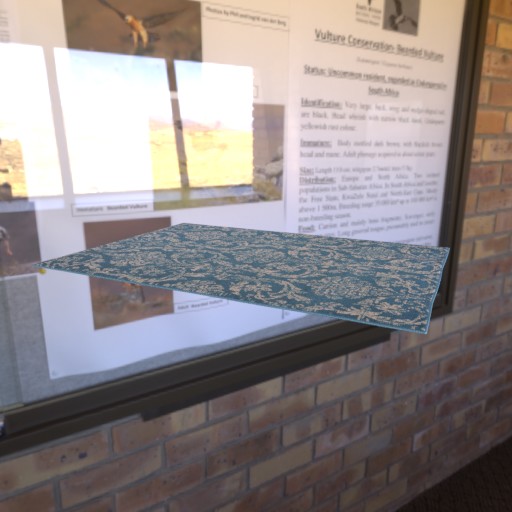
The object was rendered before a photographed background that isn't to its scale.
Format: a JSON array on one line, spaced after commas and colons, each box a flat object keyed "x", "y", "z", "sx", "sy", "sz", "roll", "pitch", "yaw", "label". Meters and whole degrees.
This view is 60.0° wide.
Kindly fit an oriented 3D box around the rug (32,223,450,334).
[{"x": 0.000, "y": 0.000, "z": 2.837, "sx": 2.205, "sy": 0.012, "sz": 1.554, "roll": 7, "pitch": 16, "yaw": 25, "label": "rug"}]
